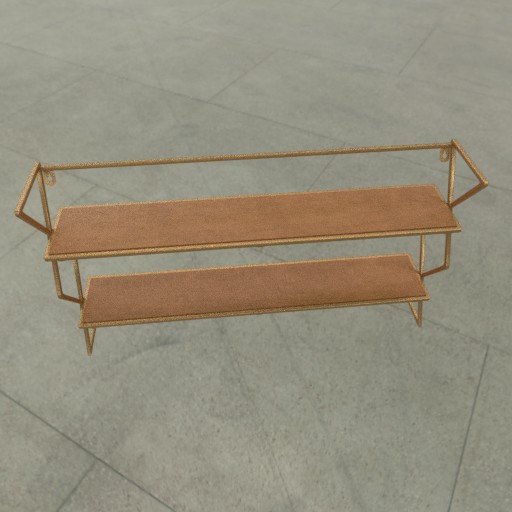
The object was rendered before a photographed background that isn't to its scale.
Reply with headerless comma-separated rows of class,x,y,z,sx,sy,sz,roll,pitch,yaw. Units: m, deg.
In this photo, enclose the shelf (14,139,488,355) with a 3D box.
shelf,0.000,0.000,0.976,0.822,0.450,0.150,-4,47,-4
